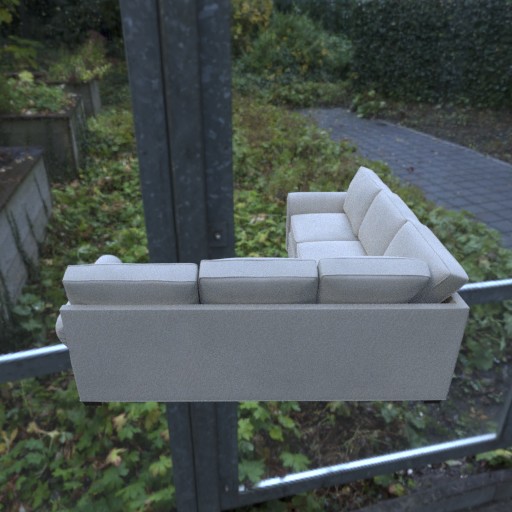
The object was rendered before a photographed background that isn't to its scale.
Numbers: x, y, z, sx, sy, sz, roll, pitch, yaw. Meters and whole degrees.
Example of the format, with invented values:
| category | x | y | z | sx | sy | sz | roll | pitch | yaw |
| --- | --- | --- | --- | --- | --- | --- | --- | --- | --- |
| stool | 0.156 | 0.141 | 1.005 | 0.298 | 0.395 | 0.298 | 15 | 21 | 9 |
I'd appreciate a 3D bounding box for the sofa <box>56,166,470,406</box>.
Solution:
| category | x | y | z | sx | sy | sz | roll | pitch | yaw |
| --- | --- | --- | --- | --- | --- | --- | --- | --- | --- |
| sofa | 0.000 | 0.000 | 3.874 | 2.569 | 1.054 | 2.487 | 0 | 27 | -1 |
